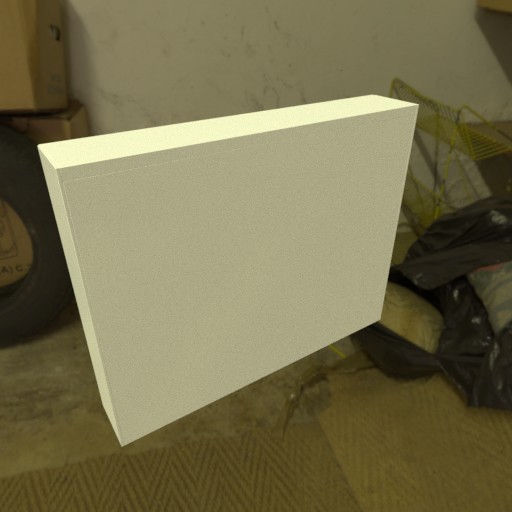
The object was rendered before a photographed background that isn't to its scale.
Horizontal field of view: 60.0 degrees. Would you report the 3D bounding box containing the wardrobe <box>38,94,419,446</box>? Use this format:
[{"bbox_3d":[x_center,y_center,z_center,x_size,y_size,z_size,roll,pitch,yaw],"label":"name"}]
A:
[{"bbox_3d":[0.000,0.000,3.936,3.000,2.360,0.580,-18,35,-28],"label":"wardrobe"}]
